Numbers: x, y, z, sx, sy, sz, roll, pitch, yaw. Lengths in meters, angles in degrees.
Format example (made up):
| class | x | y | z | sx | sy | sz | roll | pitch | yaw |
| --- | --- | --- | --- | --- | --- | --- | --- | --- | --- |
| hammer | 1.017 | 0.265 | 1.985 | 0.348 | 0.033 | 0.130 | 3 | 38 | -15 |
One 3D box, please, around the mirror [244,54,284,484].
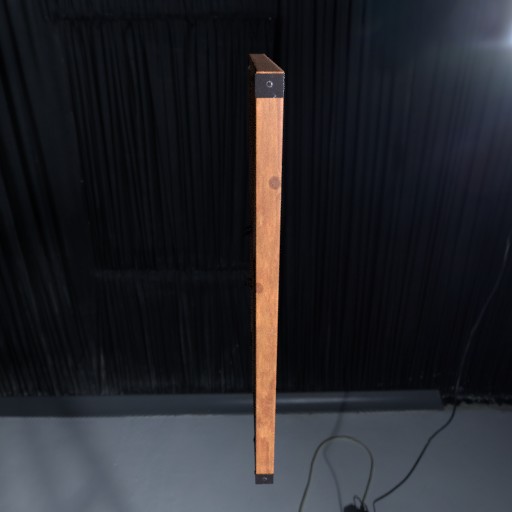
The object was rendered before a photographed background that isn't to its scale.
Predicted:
| class | x | y | z | sx | sy | sz | roll | pitch | yaw |
| --- | --- | --- | --- | --- | --- | --- | --- | --- | --- |
| mirror | 0.000 | 0.000 | 0.940 | 0.053 | 0.761 | 0.517 | -1 | 27 | -2 |
